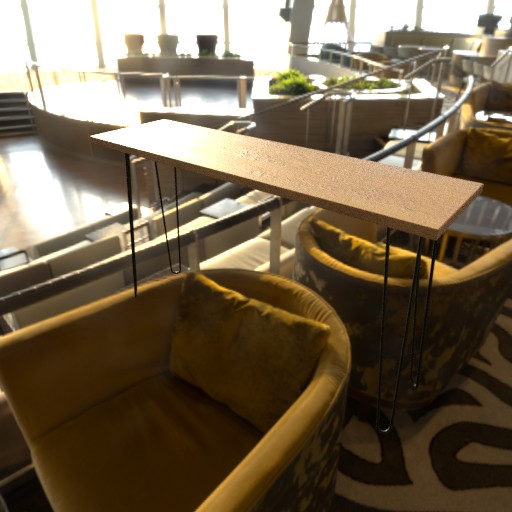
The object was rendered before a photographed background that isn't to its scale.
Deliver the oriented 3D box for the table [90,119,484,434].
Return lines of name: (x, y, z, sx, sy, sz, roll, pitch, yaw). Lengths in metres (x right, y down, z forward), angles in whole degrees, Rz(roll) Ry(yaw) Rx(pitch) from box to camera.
table: (0.000, 0.000, 1.744, 1.400, 0.799, 0.399, 21, 35, 33)
